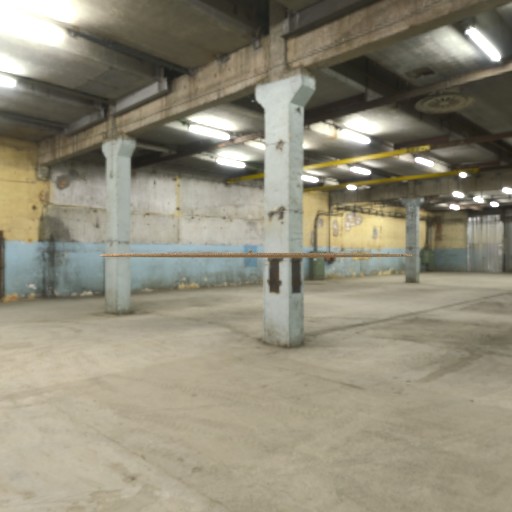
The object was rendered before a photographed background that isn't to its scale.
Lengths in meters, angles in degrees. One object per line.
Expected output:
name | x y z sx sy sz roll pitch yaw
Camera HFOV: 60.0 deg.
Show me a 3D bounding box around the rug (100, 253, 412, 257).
rug | 0.000 0.000 3.686 2.444 0.015 2.444 0 -1 0
